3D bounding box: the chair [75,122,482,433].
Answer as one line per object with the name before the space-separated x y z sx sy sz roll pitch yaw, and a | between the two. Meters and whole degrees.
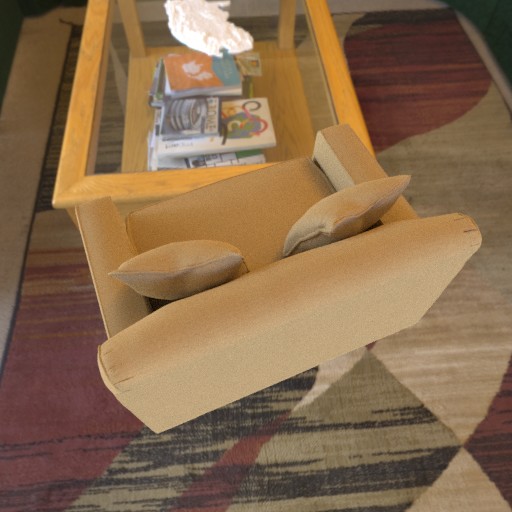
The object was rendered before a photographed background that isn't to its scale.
chair | 0.000 0.000 2.018 1.383 0.948 1.000 -20 61 -12
